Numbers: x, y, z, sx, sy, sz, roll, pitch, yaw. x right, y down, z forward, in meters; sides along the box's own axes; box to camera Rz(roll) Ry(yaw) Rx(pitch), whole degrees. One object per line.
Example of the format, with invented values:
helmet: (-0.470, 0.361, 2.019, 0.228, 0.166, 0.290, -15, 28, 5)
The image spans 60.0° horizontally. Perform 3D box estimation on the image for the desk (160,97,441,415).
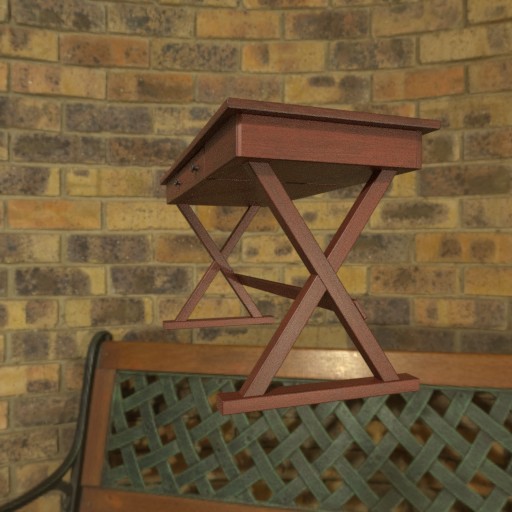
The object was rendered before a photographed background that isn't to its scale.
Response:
desk: (0.000, 0.000, 1.765, 0.600, 0.761, 1.372, 0, 1, -19)
